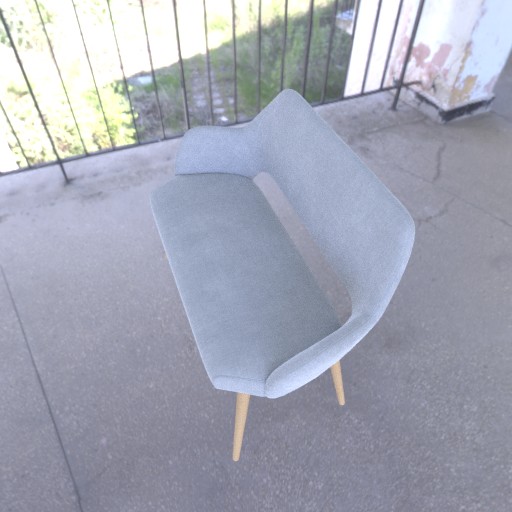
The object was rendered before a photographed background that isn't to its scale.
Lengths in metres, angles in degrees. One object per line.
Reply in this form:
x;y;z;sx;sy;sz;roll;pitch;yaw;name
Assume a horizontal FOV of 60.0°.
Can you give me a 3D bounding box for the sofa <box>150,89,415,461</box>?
0.000;0.000;1.625;0.610;0.840;1.150;-16;49;-14;sofa
